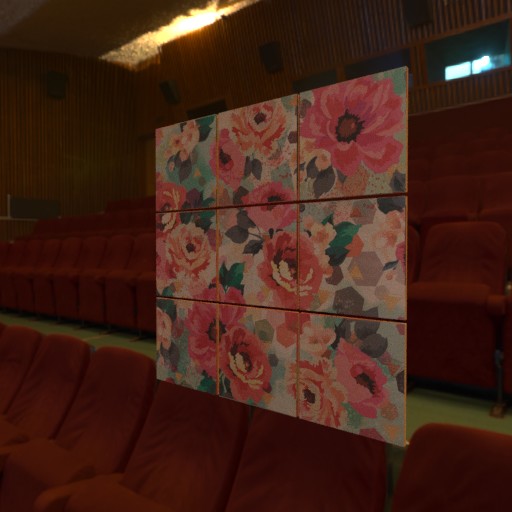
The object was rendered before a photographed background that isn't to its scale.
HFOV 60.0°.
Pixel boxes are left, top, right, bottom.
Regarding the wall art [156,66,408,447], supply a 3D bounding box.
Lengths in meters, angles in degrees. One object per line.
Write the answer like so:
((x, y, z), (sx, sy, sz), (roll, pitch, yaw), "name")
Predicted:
((0.000, 0.000, 1.342), (0.911, 0.910, 0.012), (1, 1, 38), "wall art")
